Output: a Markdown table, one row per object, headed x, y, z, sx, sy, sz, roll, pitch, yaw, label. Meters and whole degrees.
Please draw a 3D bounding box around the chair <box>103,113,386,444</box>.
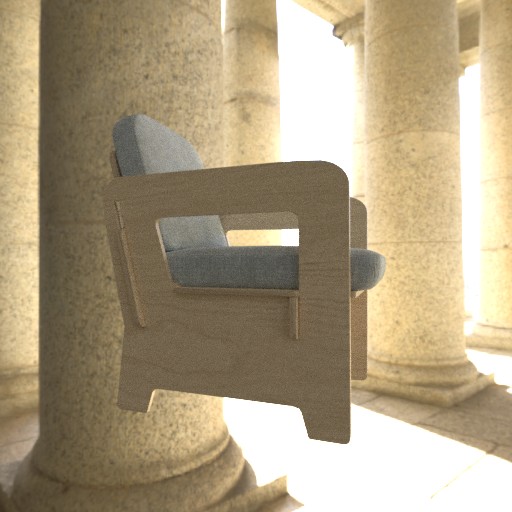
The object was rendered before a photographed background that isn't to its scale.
| x | y | z | sx | sy | sz | roll | pitch | yaw | label |
| --- | --- | --- | --- | --- | --- | --- | --- | --- | --- |
| 0.000 | 0.000 | 1.276 | 0.710 | 0.800 | 0.590 | 0 | -1 | 18 | chair |
